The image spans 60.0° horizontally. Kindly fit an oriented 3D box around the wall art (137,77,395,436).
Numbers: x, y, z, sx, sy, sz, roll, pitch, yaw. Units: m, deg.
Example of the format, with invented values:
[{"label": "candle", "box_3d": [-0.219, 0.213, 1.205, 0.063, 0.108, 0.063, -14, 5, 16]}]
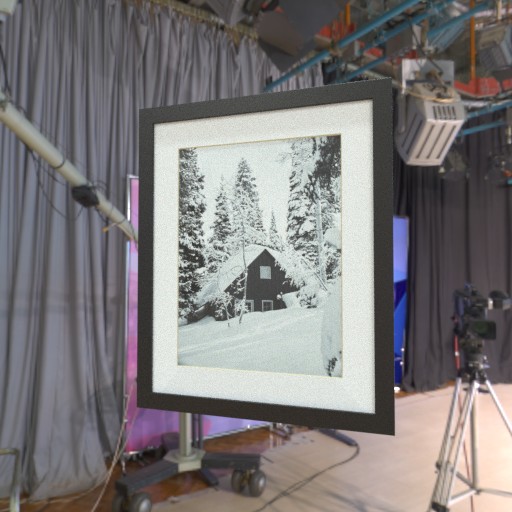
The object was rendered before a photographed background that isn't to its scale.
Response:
[{"label": "wall art", "box_3d": [0.000, 0.000, 0.549, 0.325, 0.397, 0.018, -1, -2, 18]}]
